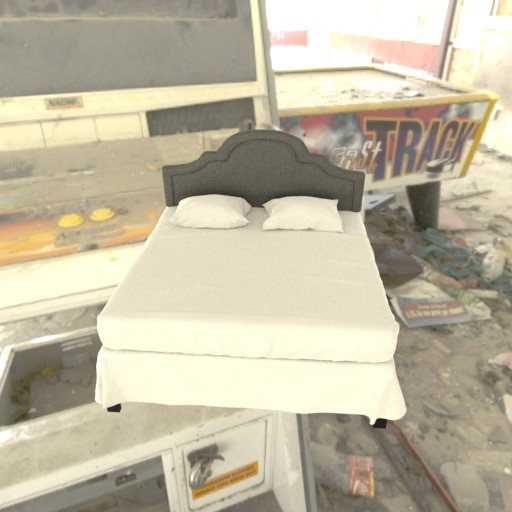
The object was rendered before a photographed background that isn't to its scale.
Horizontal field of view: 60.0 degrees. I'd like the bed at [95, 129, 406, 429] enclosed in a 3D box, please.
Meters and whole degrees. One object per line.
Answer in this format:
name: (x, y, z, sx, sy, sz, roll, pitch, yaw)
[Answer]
bed: (0.000, 0.000, 3.693, 2.303, 1.631, 2.222, 2, 30, 4)
